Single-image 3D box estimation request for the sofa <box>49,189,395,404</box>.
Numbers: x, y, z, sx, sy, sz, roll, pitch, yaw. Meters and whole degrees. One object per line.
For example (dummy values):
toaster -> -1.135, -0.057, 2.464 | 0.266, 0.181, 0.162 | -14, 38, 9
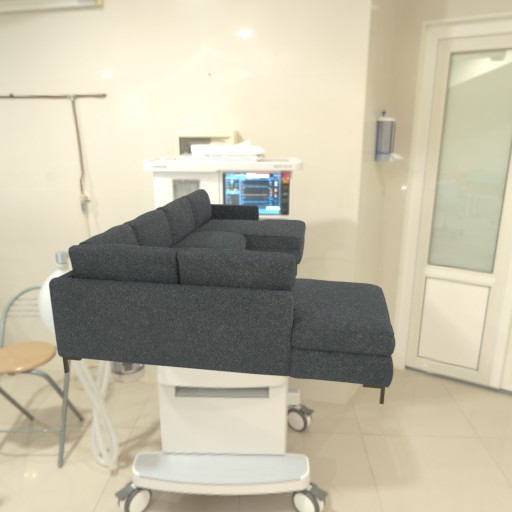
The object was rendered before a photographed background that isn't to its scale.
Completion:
sofa -> 0.000, 0.000, 3.868 | 2.007, 0.813, 2.956 | 3, 16, 9
